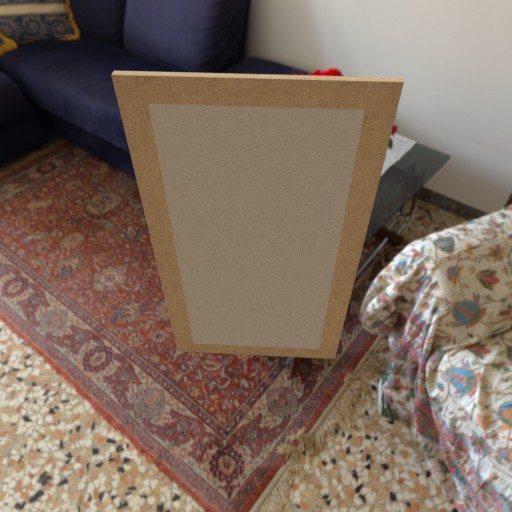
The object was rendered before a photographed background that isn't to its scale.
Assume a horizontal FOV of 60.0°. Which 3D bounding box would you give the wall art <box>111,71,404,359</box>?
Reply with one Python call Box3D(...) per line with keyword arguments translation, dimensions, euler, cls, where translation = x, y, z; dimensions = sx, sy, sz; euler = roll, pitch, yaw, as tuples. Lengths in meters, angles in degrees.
Box3D(translation=(0.000, 0.000, 0.828), dimensions=(0.381, 0.683, 0.013), euler=(2, 47, 2), cls="wall art")
